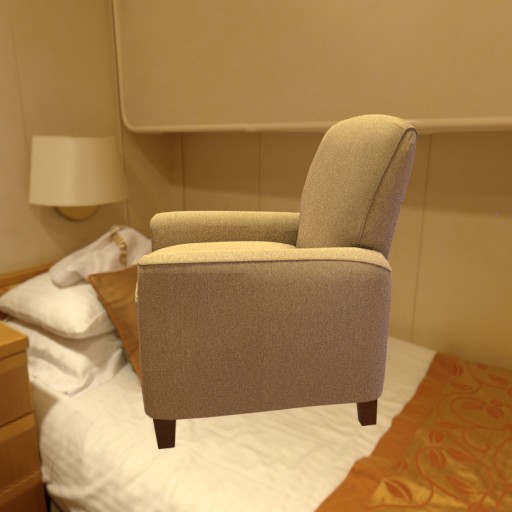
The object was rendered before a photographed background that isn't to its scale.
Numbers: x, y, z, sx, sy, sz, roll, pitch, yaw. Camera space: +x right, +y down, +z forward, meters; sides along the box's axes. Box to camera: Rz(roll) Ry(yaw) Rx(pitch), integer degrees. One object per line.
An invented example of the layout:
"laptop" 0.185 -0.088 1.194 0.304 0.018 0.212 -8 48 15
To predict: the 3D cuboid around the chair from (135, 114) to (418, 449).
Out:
"chair" 0.000 0.000 1.658 0.864 1.014 0.848 -3 15 -9
